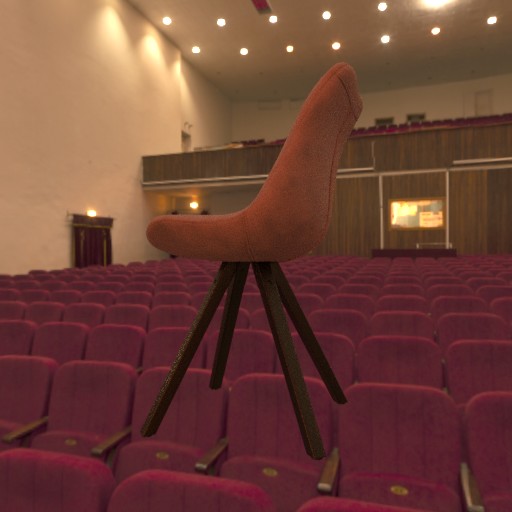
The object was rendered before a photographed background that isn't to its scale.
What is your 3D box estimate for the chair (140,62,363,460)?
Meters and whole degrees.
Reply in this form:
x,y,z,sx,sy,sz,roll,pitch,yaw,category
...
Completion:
x,y,z,sx,sy,sz,roll,pitch,yaw,category
0.000,0.000,1.192,0.547,0.865,0.483,0,0,19,chair
